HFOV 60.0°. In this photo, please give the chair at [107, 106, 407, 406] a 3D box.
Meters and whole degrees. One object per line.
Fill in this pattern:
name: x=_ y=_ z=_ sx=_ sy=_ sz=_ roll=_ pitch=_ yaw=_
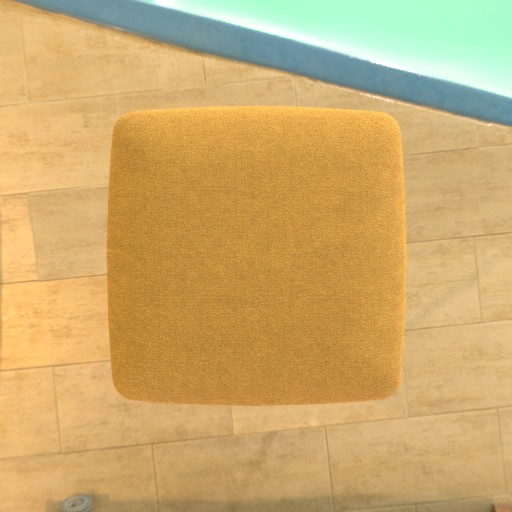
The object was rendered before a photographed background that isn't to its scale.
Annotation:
chair: x=0.000 y=0.000 z=0.692 sx=0.350 sy=0.440 sz=0.350 roll=0 pitch=90 yaw=0
